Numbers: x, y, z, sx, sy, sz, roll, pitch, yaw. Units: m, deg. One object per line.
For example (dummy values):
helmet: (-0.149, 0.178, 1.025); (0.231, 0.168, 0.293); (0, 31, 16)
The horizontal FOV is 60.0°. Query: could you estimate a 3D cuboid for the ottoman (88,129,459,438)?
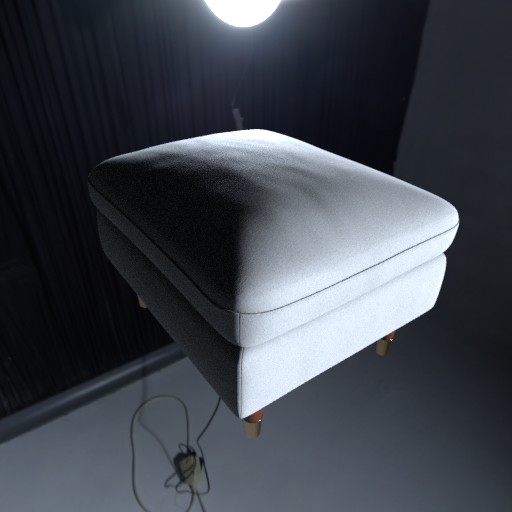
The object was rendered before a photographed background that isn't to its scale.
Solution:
ottoman: (0.000, 0.000, 1.109); (0.593, 0.478, 0.747); (-21, 37, -30)
